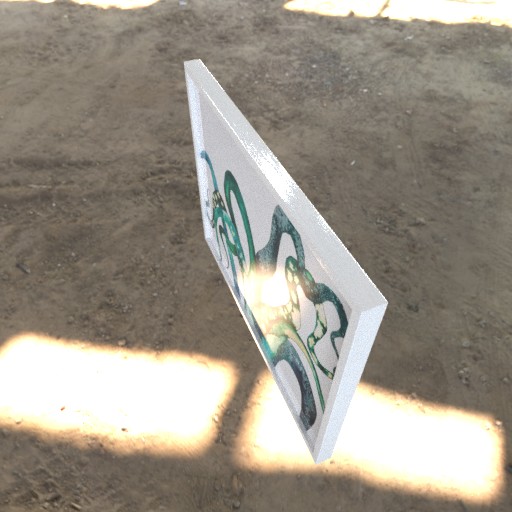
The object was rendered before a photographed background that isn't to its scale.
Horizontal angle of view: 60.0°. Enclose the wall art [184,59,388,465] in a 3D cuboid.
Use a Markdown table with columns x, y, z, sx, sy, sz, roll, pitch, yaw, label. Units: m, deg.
| x | y | z | sx | sy | sz | roll | pitch | yaw | label |
| --- | --- | --- | --- | --- | --- | --- | --- | --- | --- |
| 0.000 | 0.000 | 1.370 | 0.053 | 0.787 | 1.041 | -17 | 50 | -15 | wall art |
